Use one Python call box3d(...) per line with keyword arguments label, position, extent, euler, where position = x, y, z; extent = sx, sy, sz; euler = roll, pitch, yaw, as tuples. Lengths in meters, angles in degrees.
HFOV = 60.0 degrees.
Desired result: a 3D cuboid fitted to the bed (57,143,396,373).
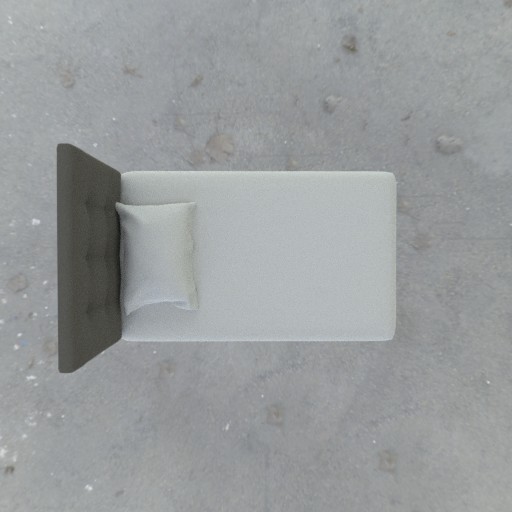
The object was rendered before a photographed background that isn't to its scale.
box3d(label="bed", position=(0.000, 0.000, 2.957), extent=(1.997, 1.571, 1.261), euler=(0, 91, 0))
